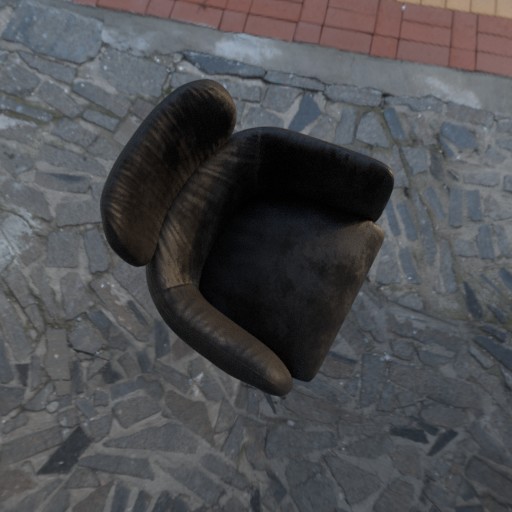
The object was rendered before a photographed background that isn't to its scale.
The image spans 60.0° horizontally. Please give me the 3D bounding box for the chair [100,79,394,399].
[{"bbox_3d":[0.000,0.000,1.270,0.604,0.818,0.640,28,76,8],"label":"chair"}]
